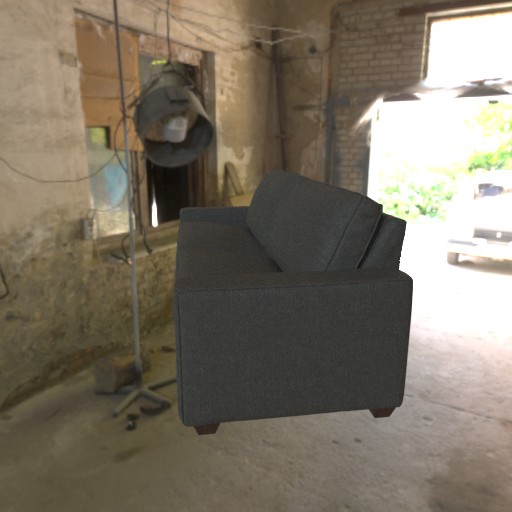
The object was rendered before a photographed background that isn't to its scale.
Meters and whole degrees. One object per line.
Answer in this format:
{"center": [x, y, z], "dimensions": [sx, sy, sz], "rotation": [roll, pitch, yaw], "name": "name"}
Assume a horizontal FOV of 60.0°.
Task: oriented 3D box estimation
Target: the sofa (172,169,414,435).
{"center": [0.000, 0.000, 2.610], "dimensions": [0.940, 0.919, 2.080], "rotation": [-2, 14, -9], "name": "sofa"}
